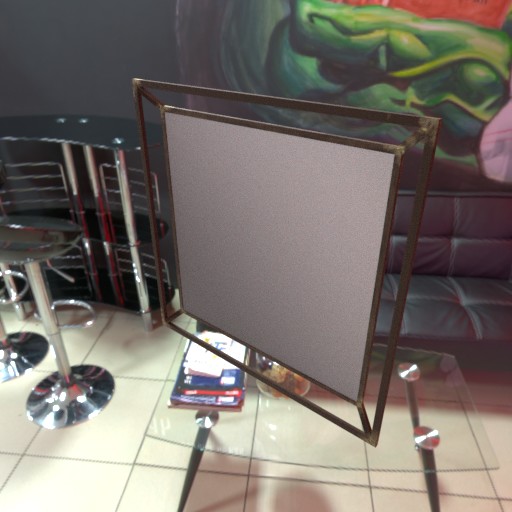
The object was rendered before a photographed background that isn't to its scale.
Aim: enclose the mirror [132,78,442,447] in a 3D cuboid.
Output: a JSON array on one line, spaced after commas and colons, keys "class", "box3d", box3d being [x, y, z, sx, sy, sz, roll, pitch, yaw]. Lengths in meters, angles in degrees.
[{"class": "mirror", "box3d": [0.000, 0.000, 0.875, 0.610, 0.610, 0.032, 21, 35, 33]}]
